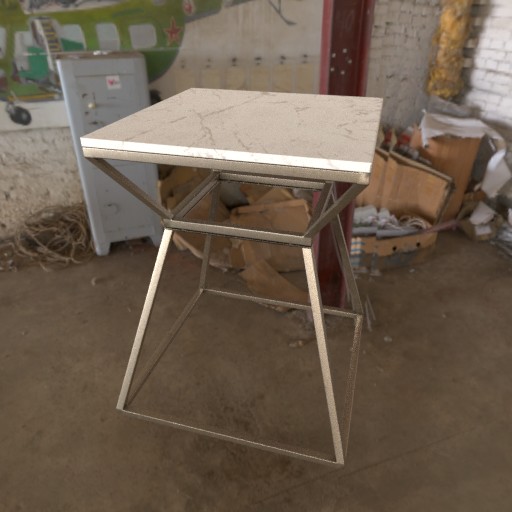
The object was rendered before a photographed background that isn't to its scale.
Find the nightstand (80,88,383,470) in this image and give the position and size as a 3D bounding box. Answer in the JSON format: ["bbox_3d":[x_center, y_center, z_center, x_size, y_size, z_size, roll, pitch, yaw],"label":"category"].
[{"bbox_3d":[0.000,0.000,0.889,0.455,0.554,0.455,8,32,14],"label":"nightstand"}]
